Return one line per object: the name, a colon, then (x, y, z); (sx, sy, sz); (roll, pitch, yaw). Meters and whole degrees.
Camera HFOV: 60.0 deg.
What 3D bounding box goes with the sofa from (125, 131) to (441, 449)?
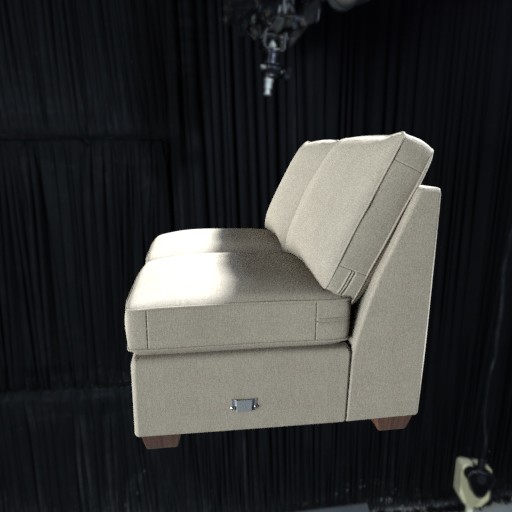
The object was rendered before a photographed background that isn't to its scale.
sofa: (0.000, 0.000, 1.942); (0.978, 1.006, 1.232); (-2, 13, -8)
